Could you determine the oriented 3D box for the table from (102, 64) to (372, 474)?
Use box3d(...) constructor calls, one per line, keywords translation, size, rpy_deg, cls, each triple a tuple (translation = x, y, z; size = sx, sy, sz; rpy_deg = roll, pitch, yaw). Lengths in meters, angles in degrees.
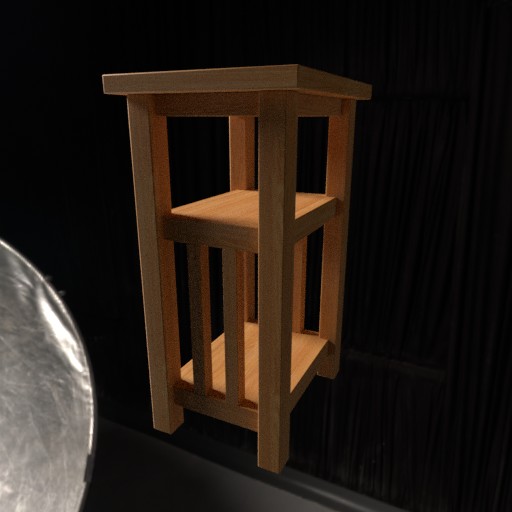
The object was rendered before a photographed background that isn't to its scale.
box3d(translation=(0.000, 0.000, 0.745), size=(0.270, 0.550, 0.350), rpy_deg=(8, 19, 25), cls="table")
